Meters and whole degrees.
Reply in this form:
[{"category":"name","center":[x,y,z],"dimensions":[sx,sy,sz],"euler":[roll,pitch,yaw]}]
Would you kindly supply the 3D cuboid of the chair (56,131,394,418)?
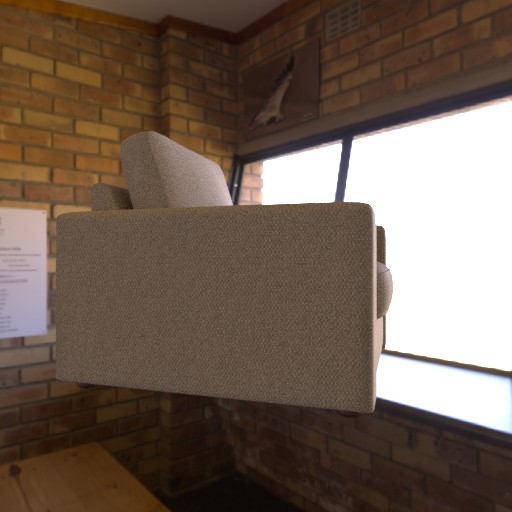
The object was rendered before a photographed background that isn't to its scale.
[{"category":"chair","center":[0.000,0.000,1.715],"dimensions":[1.016,0.873,1.005],"euler":[0,0,18]}]
